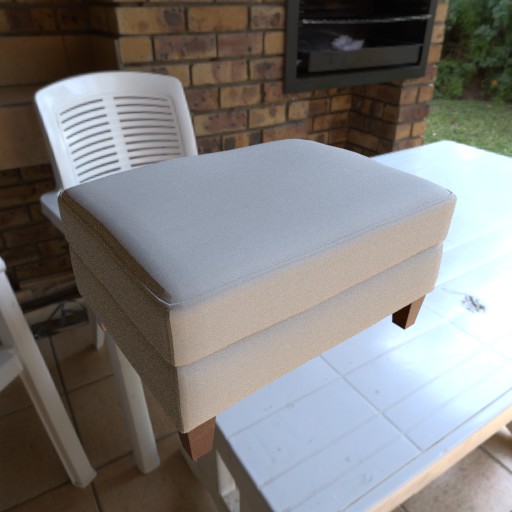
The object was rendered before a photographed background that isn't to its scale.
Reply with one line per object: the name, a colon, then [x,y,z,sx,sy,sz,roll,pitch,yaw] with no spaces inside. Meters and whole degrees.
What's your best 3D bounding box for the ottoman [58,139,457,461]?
ottoman: [0.000,0.000,1.187,0.818,0.479,0.634,-21,36,-31]
